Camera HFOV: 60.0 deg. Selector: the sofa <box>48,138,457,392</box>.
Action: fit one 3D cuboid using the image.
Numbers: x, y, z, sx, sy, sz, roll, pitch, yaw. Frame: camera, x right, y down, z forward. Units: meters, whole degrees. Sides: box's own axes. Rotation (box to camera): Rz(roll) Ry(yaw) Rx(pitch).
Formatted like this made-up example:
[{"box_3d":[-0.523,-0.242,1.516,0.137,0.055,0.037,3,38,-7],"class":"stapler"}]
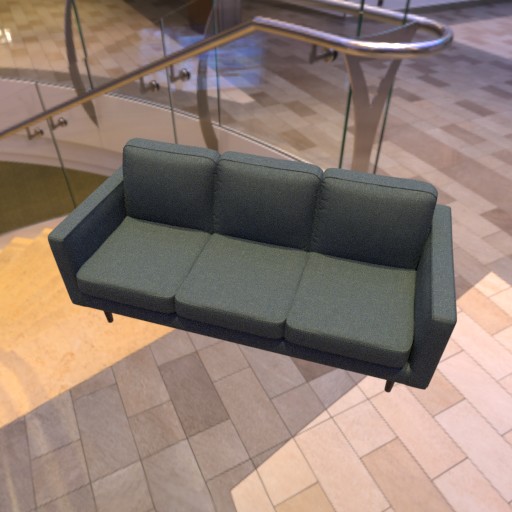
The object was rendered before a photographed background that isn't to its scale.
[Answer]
[{"box_3d":[0.000,0.000,2.525,2.013,0.945,0.935,11,42,13],"class":"sofa"}]
